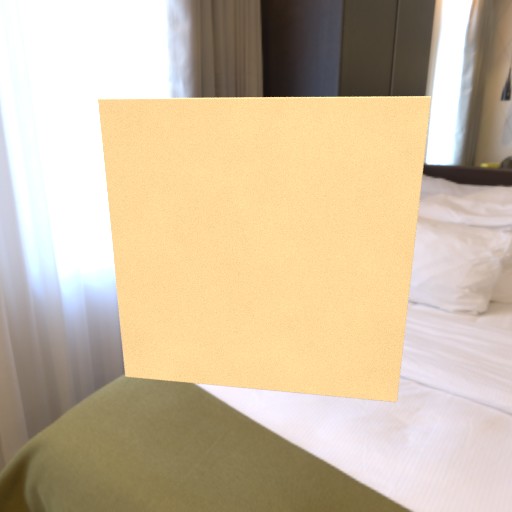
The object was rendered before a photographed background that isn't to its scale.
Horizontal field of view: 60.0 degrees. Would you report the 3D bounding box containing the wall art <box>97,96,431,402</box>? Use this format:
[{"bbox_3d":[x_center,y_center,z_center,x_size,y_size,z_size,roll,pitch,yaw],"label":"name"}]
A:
[{"bbox_3d":[0.000,0.000,1.133,0.762,0.762,0.040,3,18,9],"label":"wall art"}]
